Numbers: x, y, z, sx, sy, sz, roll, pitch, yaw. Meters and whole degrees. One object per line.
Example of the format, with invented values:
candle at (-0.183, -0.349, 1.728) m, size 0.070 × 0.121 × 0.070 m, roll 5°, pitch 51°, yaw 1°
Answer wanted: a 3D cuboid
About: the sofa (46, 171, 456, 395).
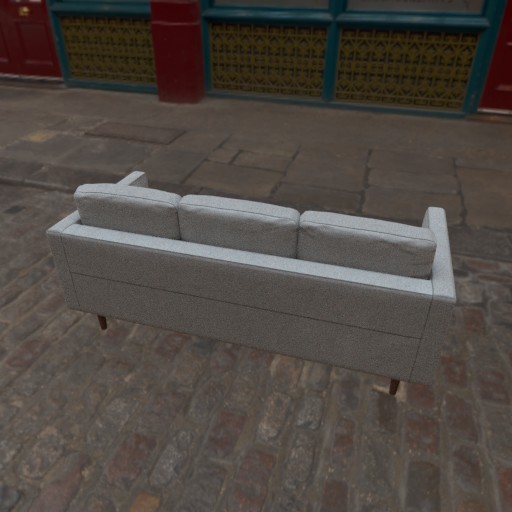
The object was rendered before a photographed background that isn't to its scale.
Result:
sofa at (0.000, 0.000, 2.545) m, size 1.983 × 0.918 × 0.944 m, roll 9°, pitch 33°, yaw 14°
